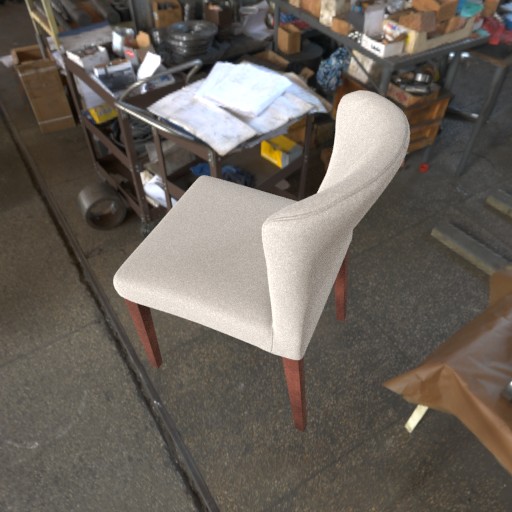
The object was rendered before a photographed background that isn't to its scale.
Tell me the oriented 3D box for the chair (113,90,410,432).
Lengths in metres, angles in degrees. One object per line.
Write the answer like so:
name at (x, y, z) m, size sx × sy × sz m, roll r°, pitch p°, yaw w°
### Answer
chair at (0.000, 0.000, 1.171) m, size 0.592 × 0.839 × 0.491 m, roll 18°, pitch 49°, yaw 16°
